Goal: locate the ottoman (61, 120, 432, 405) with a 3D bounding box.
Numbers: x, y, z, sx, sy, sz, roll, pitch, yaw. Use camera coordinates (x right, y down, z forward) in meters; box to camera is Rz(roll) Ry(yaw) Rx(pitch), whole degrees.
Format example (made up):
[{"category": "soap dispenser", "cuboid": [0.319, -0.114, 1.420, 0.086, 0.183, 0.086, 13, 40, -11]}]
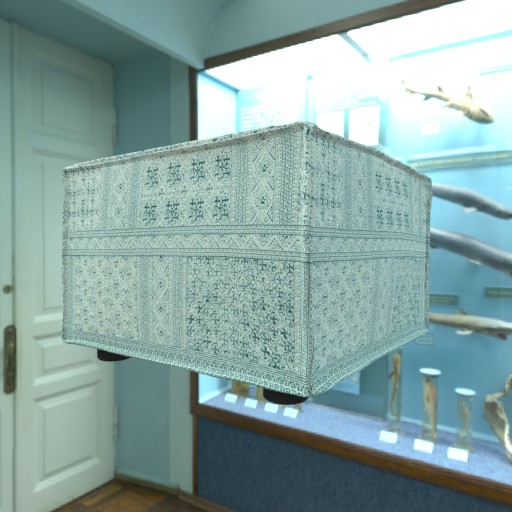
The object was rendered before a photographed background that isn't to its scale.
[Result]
[{"category": "ottoman", "cuboid": [0.000, 0.000, 1.016, 0.626, 0.439, 0.617, 1, 1, 36]}]
